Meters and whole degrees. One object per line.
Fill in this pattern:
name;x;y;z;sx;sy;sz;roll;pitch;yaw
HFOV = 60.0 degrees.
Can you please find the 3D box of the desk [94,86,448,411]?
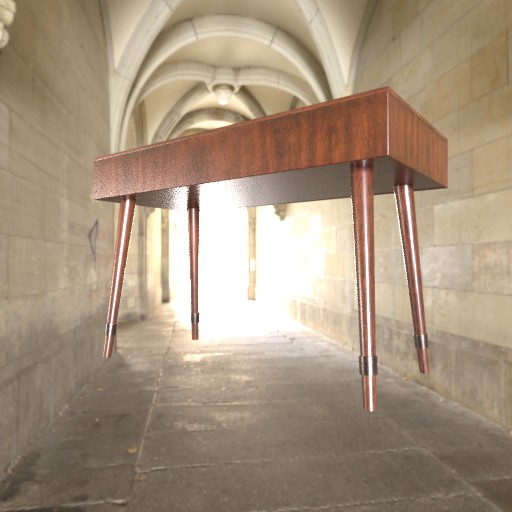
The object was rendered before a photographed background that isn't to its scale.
desk;0.000;0.000;2.134;1.577;1.031;0.734;-1;-1;37
